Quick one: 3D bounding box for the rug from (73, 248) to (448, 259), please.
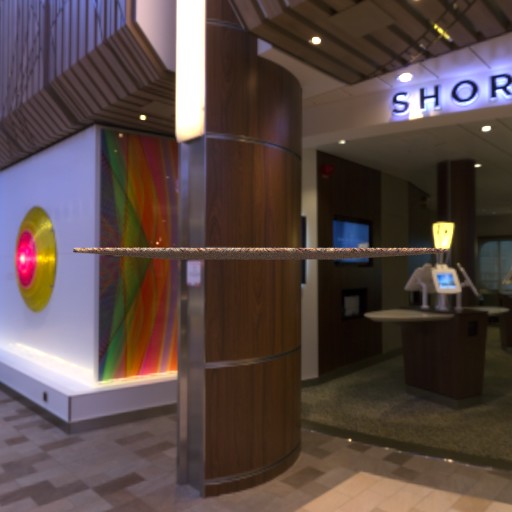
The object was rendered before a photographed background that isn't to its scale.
[{"bbox_3d":[0.000,0.000,2.219,1.143,0.014,1.761,0,-1,-1],"label":"rug"}]
